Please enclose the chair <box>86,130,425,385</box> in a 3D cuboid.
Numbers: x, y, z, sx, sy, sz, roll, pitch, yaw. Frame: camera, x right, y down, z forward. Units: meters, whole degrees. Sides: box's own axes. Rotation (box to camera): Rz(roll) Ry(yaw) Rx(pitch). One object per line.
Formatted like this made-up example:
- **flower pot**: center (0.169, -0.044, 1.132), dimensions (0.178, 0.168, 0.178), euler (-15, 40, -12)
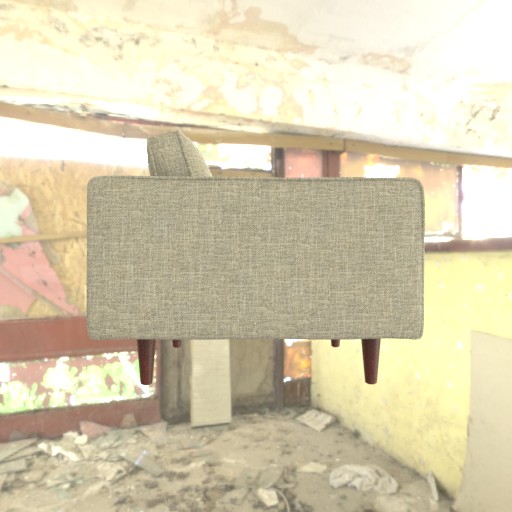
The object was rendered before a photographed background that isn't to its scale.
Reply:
- **chair**: center (0.000, 0.000, 1.598), dimensions (0.914, 0.765, 0.889), euler (0, 0, -1)
